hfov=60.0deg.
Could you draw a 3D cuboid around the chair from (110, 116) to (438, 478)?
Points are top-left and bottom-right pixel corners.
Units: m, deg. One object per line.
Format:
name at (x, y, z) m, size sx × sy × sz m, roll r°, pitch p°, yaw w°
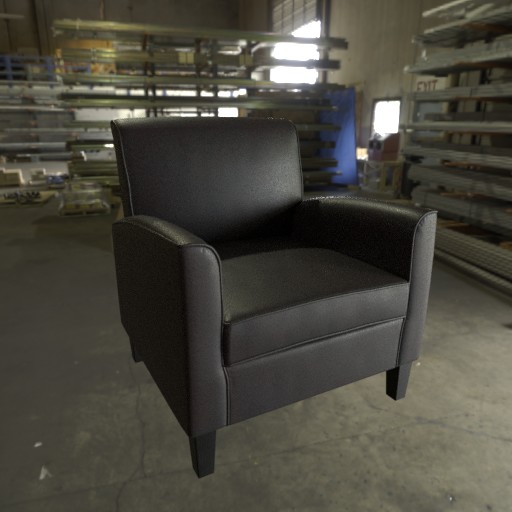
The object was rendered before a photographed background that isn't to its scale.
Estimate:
chair at (0.000, 0.000, 1.513) m, size 0.820 × 0.916 × 0.819 m, roll -9°, pitch 19°, yaw -27°
